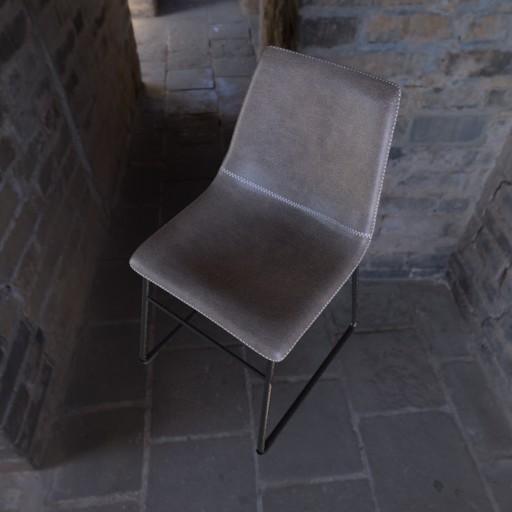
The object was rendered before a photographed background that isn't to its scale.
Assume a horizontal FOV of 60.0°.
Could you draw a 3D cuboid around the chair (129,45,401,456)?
[{"bbox_3d":[0.000,0.000,1.096,0.460,0.780,0.550,29,53,24],"label":"chair"}]
